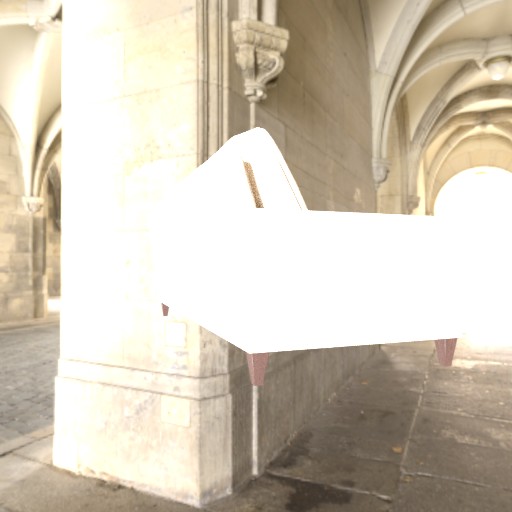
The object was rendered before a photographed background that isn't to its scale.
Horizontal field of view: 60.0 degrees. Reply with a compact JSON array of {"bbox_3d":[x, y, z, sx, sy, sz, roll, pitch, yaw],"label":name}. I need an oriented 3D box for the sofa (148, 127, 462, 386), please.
[{"bbox_3d":[0.000,0.000,2.696,1.041,0.940,2.210,0,-1,-20],"label":"sofa"}]
